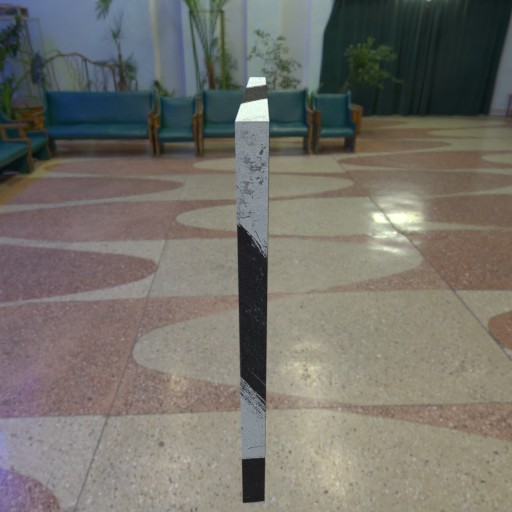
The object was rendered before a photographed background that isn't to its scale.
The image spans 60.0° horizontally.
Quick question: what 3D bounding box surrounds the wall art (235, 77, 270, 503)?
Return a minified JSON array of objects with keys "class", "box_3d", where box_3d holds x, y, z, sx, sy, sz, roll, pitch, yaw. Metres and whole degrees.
[{"class":"wall art","box_3d":[0.000,0.000,1.091,0.046,0.765,0.765,0,26,1]}]
